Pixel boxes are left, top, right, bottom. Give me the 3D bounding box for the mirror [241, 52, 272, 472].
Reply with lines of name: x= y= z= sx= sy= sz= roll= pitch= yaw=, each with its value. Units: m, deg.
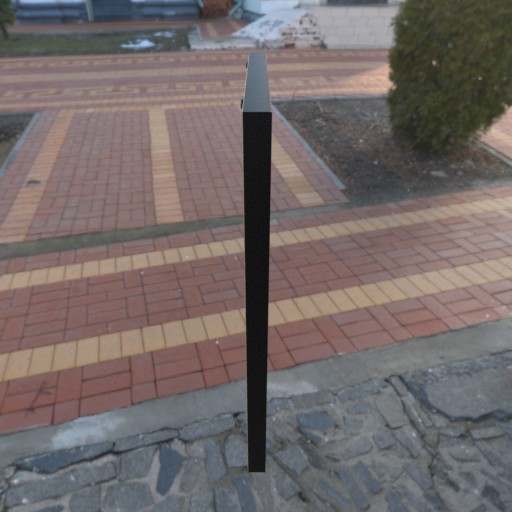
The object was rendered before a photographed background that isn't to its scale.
mirror: x=0.000 y=0.000 z=0.920 sx=0.040 sy=0.710 sz=0.507 roll=0 pitch=32 yaw=0
